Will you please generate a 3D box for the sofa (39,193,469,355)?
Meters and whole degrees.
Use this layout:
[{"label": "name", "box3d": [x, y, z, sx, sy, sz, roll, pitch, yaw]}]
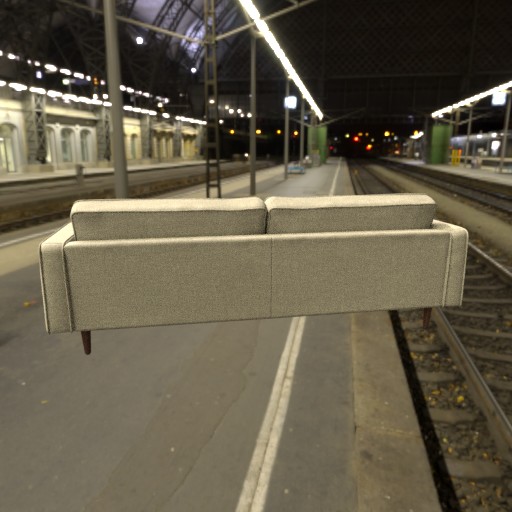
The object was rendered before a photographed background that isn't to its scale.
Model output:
[{"label": "sofa", "box3d": [0.000, 0.000, 2.661, 2.211, 0.762, 0.914, -2, 14, -10]}]
